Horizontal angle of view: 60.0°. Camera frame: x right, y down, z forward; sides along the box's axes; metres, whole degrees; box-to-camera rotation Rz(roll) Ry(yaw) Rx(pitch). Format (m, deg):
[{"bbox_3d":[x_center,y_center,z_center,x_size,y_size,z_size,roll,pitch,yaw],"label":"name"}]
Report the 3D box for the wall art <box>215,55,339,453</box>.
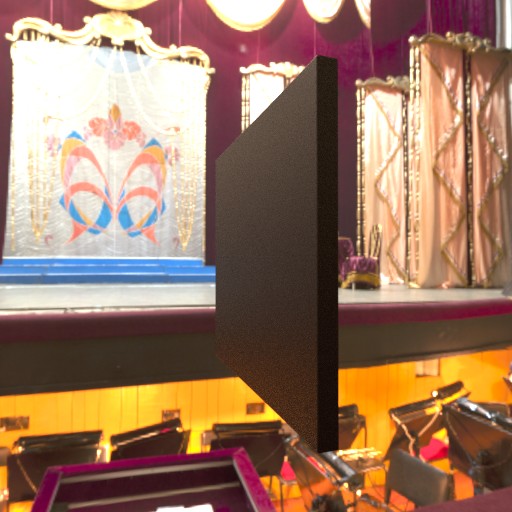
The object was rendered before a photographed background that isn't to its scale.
[{"bbox_3d":[0.000,0.000,0.775,0.031,0.457,0.558,0,-1,-17],"label":"wall art"}]
